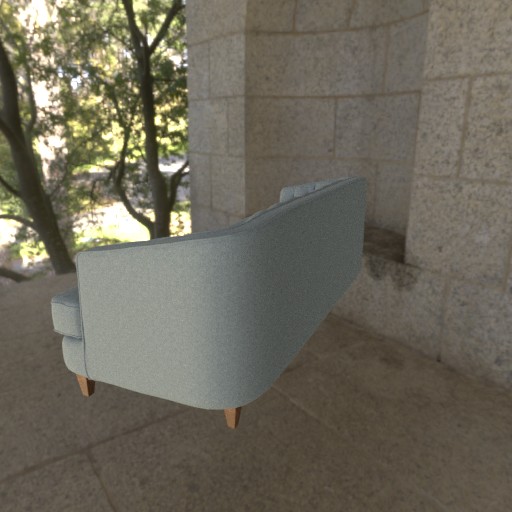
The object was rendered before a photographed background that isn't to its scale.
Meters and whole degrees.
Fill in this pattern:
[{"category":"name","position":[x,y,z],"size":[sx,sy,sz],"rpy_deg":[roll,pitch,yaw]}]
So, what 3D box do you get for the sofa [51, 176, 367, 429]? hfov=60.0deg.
[{"category":"sofa","position":[0.000,0.000,2.682],"size":[0.941,0.855,2.278],"rpy_deg":[7,17,24]}]
